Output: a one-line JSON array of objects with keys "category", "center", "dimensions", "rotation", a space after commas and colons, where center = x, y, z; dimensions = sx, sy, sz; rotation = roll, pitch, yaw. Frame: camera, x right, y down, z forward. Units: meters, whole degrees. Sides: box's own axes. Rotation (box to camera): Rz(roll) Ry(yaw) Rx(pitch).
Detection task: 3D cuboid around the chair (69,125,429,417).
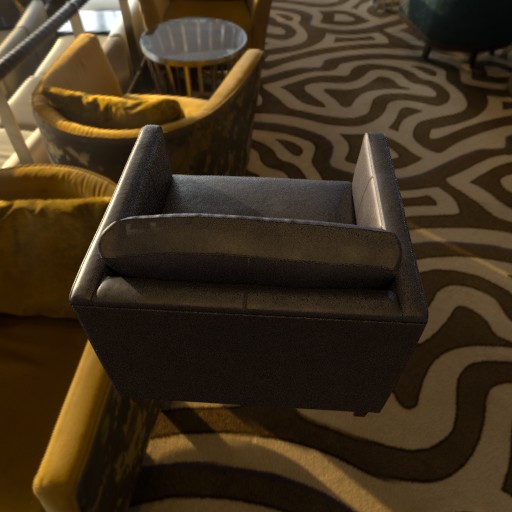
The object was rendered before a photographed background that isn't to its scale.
[{"category": "chair", "center": [0.000, 0.000, 1.593], "dimensions": [0.939, 0.811, 0.862], "rotation": [3, 48, 2]}]
